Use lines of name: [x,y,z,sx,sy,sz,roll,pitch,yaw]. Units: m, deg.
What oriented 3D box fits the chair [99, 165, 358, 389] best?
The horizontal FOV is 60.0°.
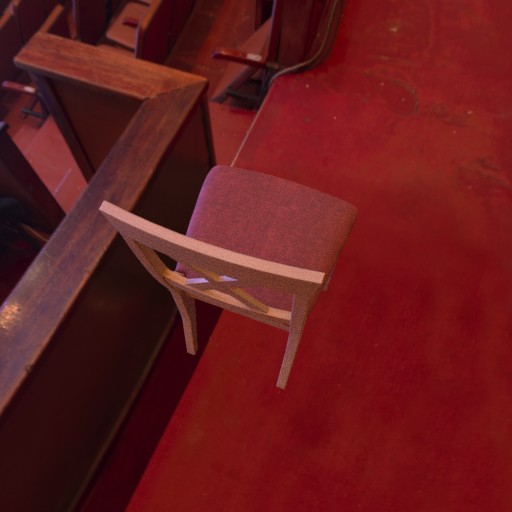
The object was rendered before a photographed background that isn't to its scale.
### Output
chair: [0.000,0.000,1.178,0.439,0.912,0.492,18,64,9]
